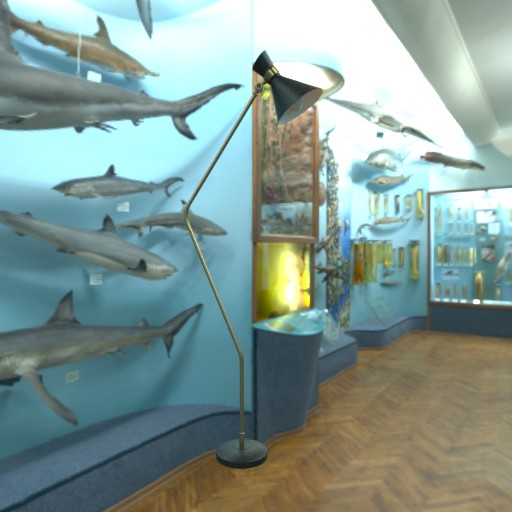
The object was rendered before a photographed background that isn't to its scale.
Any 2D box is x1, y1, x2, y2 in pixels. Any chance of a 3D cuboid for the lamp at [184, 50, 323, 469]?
[{"bbox_3d":[0.000,0.000,1.602,0.467,1.438,0.277,1,1,35],"label":"lamp"}]
